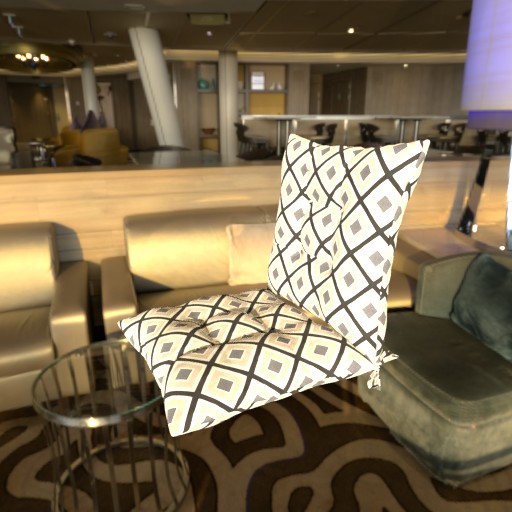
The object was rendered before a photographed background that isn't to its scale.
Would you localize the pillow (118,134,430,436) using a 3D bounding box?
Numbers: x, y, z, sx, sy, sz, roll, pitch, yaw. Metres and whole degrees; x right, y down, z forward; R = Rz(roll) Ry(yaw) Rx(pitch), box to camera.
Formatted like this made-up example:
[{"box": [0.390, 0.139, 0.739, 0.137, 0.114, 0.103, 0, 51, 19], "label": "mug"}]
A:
[{"box": [0.000, 0.000, 1.037, 0.585, 0.536, 0.541, -9, 19, -26], "label": "pillow"}]
